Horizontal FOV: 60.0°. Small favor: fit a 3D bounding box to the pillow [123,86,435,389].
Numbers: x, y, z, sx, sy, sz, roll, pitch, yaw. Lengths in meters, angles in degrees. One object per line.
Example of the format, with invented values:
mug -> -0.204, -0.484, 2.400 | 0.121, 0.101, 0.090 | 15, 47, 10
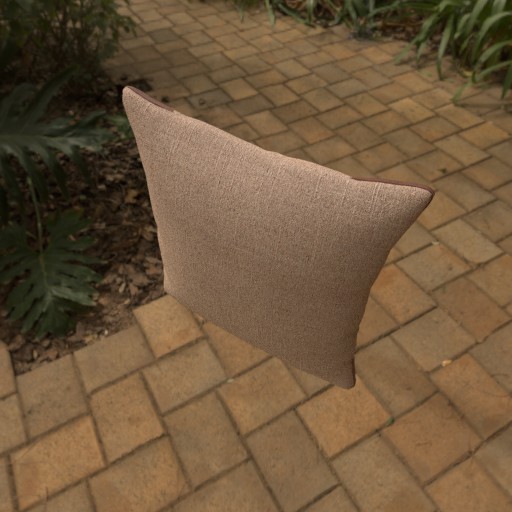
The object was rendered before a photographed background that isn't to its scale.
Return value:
pillow -> 0.000, 0.000, 0.692 | 0.437, 0.448, 0.147 | 24, 51, 21
